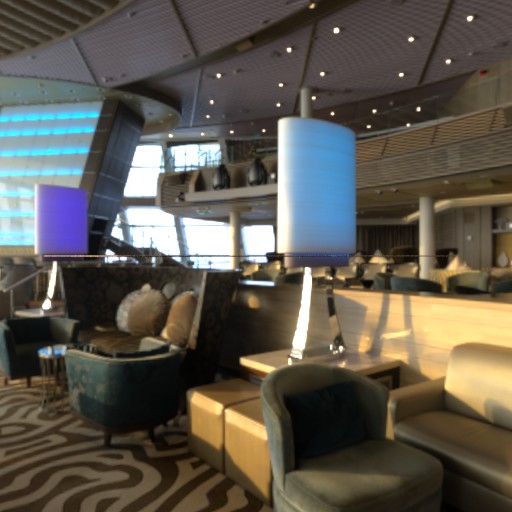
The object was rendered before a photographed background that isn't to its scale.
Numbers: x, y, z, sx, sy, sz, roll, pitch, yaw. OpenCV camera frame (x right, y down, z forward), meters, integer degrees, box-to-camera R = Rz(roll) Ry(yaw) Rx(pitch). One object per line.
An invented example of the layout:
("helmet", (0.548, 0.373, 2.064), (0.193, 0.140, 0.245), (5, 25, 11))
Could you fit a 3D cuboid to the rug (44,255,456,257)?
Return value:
("rug", (0.000, 0.000, 3.030), (2.435, 0.006, 1.521), (0, 0, -36))
